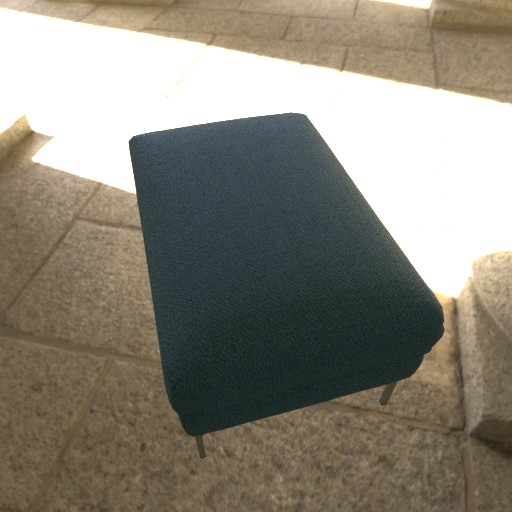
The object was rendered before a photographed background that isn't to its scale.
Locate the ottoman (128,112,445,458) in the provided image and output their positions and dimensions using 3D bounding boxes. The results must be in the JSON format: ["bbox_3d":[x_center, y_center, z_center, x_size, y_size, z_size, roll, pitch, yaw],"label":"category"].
[{"bbox_3d":[0.000,0.000,1.201,0.563,0.498,0.856,-12,48,-11],"label":"ottoman"}]
